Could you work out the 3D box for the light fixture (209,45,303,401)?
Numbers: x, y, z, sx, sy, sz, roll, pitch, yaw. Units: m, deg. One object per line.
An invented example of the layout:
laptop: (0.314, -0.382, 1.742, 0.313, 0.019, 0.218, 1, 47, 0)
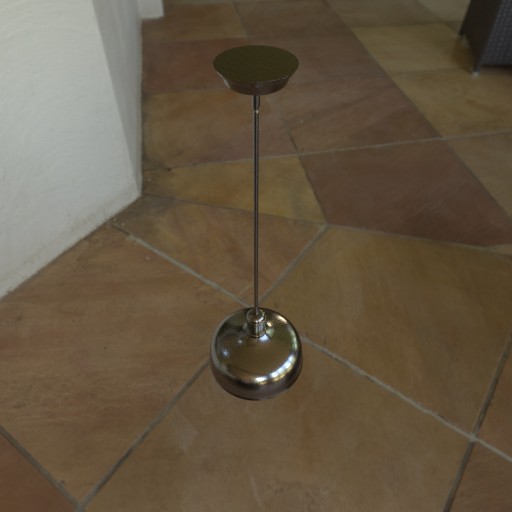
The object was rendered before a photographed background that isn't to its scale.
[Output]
light fixture: (0.000, 0.000, 1.074, 0.299, 0.935, 0.299, 30, 54, 25)
